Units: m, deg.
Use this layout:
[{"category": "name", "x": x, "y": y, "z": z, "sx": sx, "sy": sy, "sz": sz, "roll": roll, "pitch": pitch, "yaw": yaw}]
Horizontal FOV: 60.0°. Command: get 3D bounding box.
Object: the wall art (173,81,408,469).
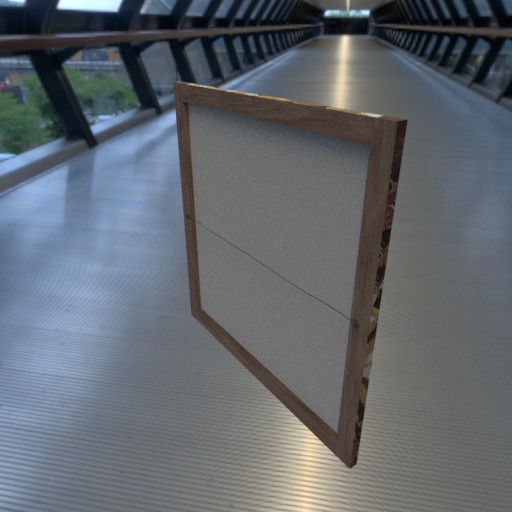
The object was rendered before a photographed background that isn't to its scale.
[{"category": "wall art", "x": 0.000, "y": 0.000, "z": 1.111, "sx": 0.028, "sy": 0.762, "sz": 0.757, "roll": -18, "pitch": 31, "yaw": -31}]
